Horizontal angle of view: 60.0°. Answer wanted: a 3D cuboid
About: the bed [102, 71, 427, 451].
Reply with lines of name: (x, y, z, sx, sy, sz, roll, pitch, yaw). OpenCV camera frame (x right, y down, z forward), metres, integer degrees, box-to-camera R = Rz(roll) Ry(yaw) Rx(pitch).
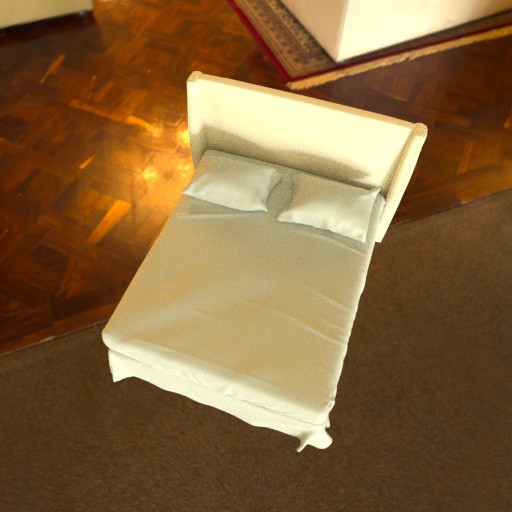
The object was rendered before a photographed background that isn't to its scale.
bed: (0.000, 0.000, 3.444, 1.925, 1.332, 2.276, 17, 60, 10)
